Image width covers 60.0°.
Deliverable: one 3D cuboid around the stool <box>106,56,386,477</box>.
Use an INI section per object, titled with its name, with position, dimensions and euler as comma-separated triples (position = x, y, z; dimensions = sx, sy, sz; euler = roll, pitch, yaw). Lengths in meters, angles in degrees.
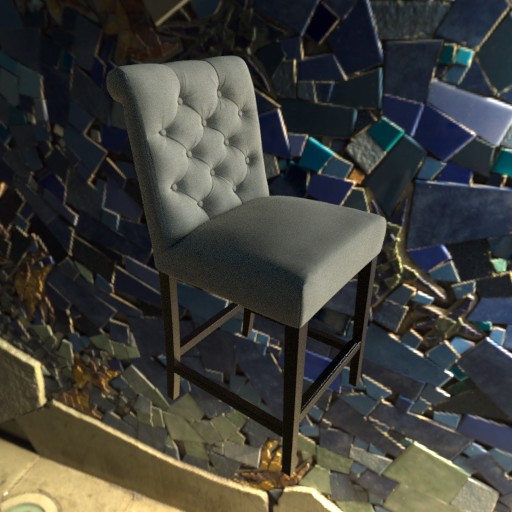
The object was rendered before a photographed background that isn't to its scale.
[stool]
position = 0.000, 0.000, 1.310
dimensions = 0.601, 1.040, 0.493
euler = 19, 34, 31
